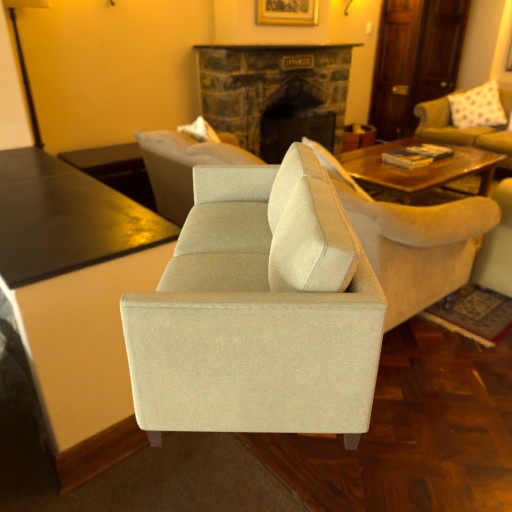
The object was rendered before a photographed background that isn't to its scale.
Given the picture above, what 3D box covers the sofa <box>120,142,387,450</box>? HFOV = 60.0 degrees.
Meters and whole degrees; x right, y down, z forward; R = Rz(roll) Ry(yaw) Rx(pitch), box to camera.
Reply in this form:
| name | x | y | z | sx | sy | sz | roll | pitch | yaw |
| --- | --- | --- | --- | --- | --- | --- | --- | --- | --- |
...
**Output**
| name | x | y | z | sx | sy | sz | roll | pitch | yaw |
| --- | --- | --- | --- | --- | --- | --- | --- | --- | --- |
| sofa | 0.000 | 0.000 | 2.423 | 0.950 | 0.940 | 1.846 | 0 | 26 | 1 |
